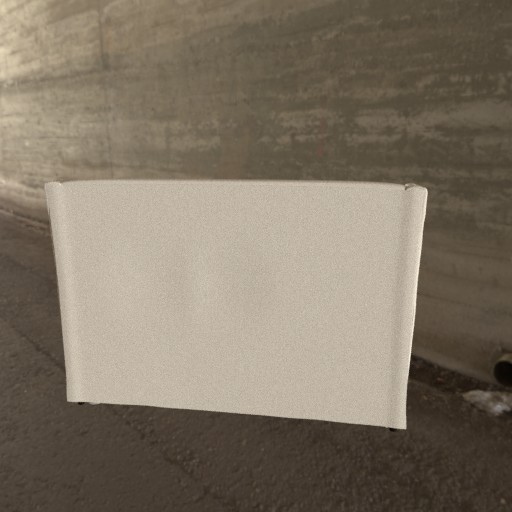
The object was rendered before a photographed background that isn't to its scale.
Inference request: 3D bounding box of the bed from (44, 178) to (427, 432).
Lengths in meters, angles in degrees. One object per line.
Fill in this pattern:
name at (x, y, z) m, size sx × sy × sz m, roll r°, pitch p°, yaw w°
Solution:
bed at (0.000, 0.000, 3.385) m, size 1.925 × 1.332 × 2.276 m, roll 2°, pitch 15°, yaw 8°
